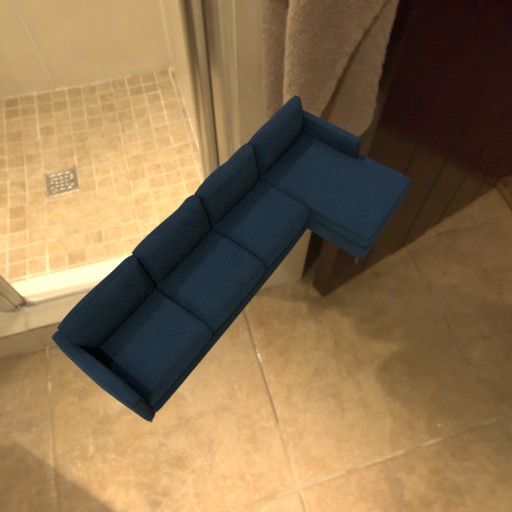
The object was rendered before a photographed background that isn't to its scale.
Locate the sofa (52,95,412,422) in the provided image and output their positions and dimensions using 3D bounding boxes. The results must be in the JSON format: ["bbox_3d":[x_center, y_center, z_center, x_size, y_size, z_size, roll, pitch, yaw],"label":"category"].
[{"bbox_3d":[0.000,0.000,3.549,1.350,0.810,2.932,33,65,18],"label":"sofa"}]
